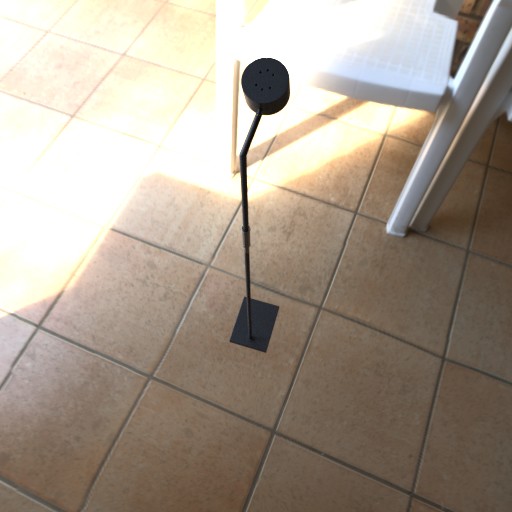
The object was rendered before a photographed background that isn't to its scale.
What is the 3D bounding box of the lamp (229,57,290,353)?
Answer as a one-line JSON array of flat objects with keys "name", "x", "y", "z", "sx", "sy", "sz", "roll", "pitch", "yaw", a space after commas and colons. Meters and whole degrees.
[{"name": "lamp", "x": 0.000, "y": 0.000, "z": 1.708, "sx": 0.203, "sy": 1.600, "sz": 0.304, "roll": 15, "pitch": 64, "yaw": 7}]
